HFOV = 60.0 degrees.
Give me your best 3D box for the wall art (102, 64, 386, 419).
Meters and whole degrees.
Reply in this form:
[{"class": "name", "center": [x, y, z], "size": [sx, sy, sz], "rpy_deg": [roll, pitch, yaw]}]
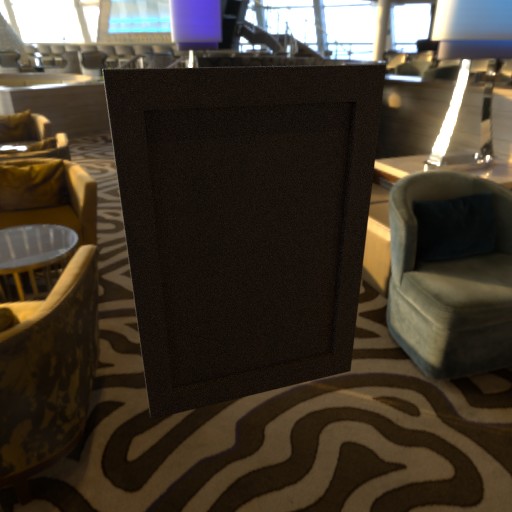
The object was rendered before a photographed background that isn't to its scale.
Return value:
[{"class": "wall art", "center": [0.000, 0.000, 0.653], "size": [0.359, 0.513, 0.017], "rpy_deg": [-8, 27, -17]}]
